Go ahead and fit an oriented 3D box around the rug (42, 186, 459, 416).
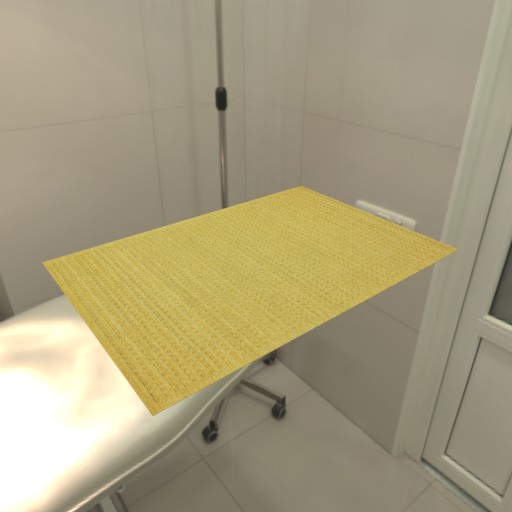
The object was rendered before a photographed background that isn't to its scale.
[{"bbox_3d":[0.000,0.000,3.728,2.895,0.006,1.981,-21,35,-33],"label":"rug"}]
